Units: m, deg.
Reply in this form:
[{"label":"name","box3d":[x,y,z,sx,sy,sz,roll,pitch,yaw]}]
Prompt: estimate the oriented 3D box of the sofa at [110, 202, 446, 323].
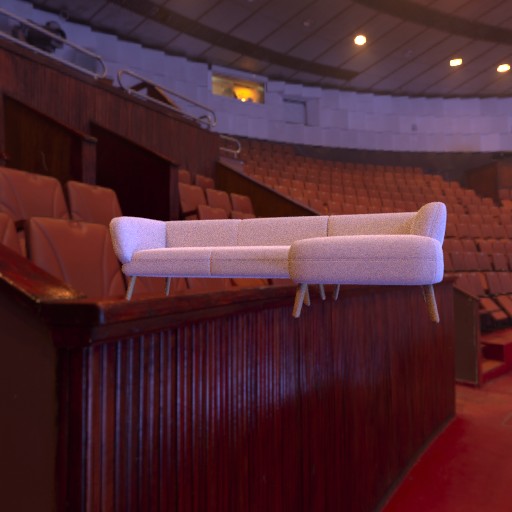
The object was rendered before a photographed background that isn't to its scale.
[{"label":"sofa","box3d":[0.000,0.000,3.328,2.660,0.730,1.610,0,-1,19]}]
